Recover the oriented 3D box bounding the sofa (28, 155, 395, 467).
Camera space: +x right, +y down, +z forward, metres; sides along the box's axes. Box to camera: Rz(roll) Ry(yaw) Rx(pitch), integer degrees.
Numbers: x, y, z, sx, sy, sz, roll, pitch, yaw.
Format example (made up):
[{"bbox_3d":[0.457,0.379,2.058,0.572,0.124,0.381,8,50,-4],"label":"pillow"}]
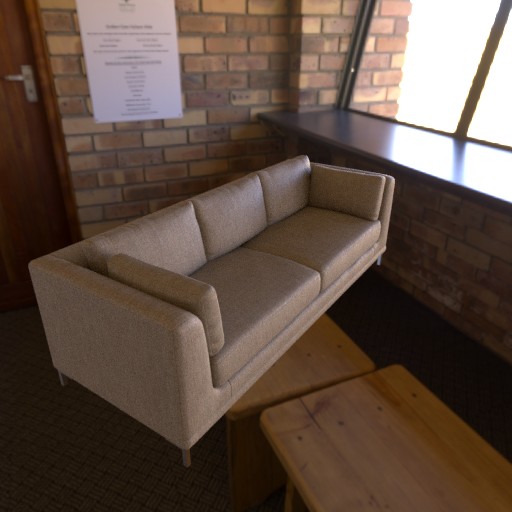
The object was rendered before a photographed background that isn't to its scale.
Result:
[{"bbox_3d":[0.000,0.000,2.875,0.969,0.867,2.415,17,31,31],"label":"sofa"}]
